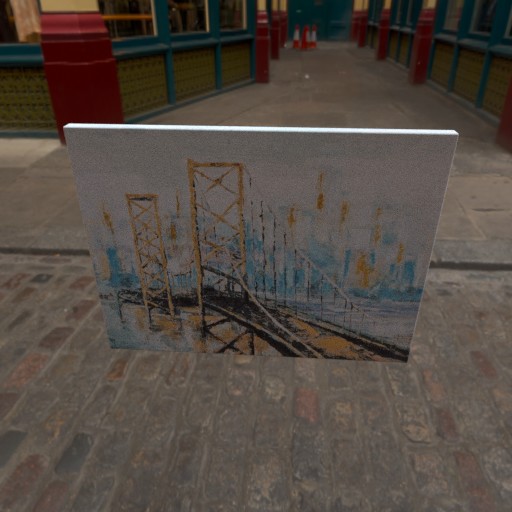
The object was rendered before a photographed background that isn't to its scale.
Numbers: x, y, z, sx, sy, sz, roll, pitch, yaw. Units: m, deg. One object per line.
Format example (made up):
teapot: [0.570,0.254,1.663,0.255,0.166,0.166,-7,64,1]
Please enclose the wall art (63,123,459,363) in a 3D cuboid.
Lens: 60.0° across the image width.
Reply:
wall art: [0.000,0.000,1.336,1.016,0.762,0.038,2,30,4]
